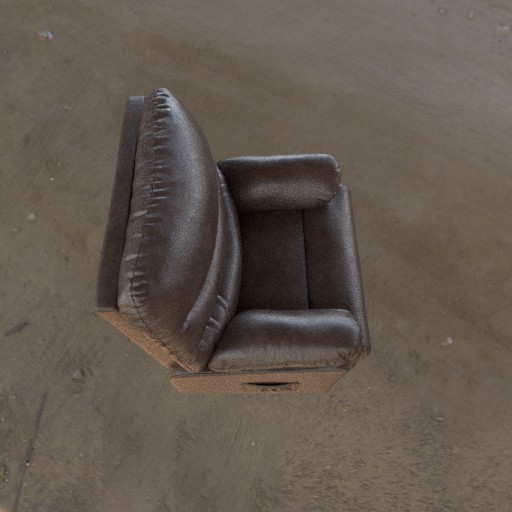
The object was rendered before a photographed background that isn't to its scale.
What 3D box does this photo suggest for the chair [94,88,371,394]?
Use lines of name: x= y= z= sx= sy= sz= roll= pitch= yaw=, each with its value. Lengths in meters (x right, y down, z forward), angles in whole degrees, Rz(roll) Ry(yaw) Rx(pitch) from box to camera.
chair: x=0.000 y=0.000 z=1.743 sx=0.879 sy=1.041 sz=0.940 roll=-1 pitch=63 yaw=0
